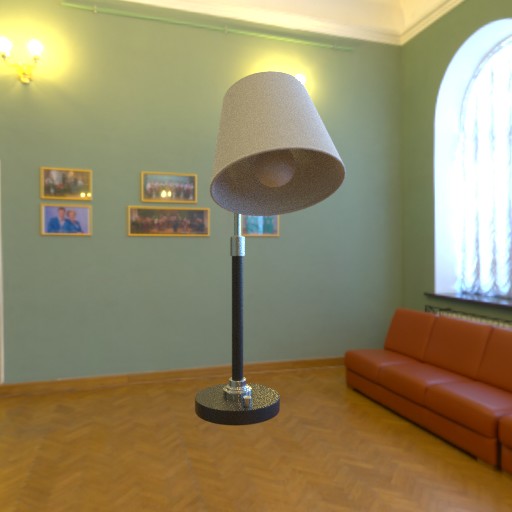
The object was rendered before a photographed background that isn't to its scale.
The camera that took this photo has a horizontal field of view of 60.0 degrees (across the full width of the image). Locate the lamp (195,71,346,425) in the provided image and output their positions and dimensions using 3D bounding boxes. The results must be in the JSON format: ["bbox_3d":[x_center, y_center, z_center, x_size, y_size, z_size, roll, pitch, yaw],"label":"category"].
[{"bbox_3d":[0.000,0.000,0.678,0.181,0.539,0.348,0,1,-19],"label":"lamp"}]
